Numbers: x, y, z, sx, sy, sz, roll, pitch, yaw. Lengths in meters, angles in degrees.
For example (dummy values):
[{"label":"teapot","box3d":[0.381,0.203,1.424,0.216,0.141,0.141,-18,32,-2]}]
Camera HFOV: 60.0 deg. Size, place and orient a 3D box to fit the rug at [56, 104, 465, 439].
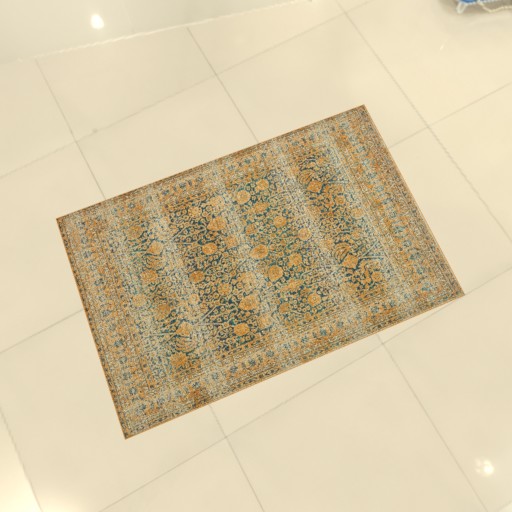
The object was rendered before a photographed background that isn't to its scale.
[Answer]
[{"label":"rug","box3d":[0.000,0.000,2.965,2.336,0.007,1.525,-22,77,-5]}]
